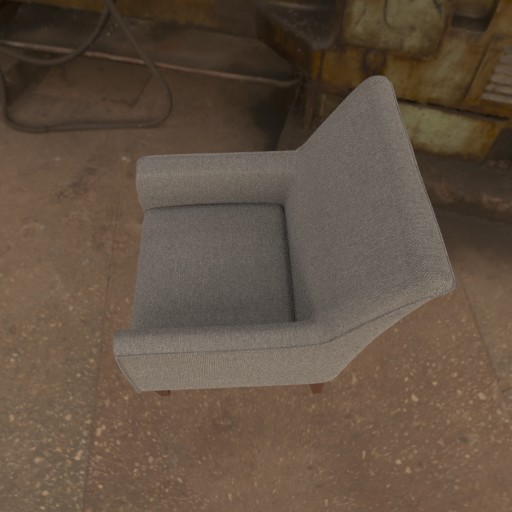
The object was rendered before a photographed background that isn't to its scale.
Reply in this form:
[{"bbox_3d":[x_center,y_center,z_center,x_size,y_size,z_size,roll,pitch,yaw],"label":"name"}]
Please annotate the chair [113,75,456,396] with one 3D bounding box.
[{"bbox_3d":[0.000,0.000,1.567,0.899,0.919,0.780,-2,58,-1],"label":"chair"}]
